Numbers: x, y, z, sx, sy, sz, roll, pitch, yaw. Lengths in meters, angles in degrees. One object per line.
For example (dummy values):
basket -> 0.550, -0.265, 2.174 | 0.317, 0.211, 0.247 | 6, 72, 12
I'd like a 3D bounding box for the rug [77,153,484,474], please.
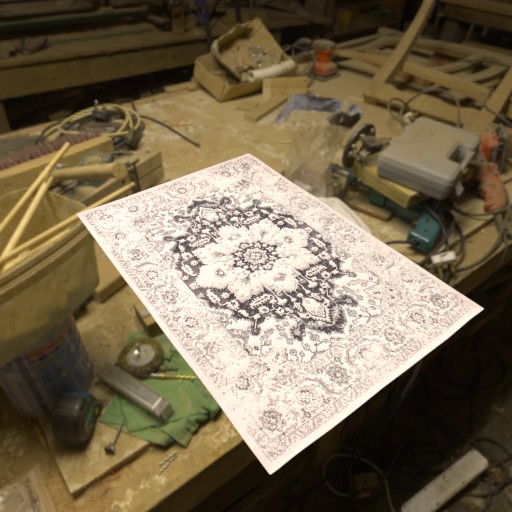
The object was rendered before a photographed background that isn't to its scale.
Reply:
rug -> 0.000, 0.000, 2.267 | 1.223, 0.008, 1.813 | -26, 47, -27
